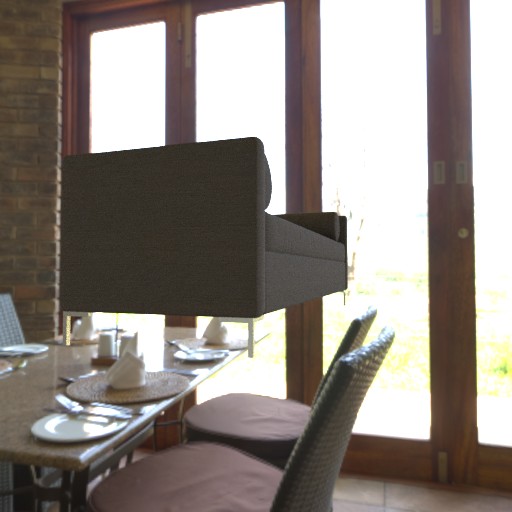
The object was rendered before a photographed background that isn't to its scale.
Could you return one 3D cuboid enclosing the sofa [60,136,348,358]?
[{"bbox_3d":[0.000,0.000,2.268,0.686,0.635,1.981,-1,-2,19],"label":"sofa"}]
